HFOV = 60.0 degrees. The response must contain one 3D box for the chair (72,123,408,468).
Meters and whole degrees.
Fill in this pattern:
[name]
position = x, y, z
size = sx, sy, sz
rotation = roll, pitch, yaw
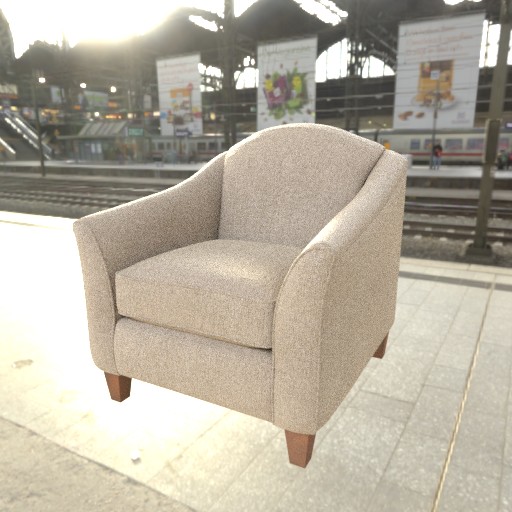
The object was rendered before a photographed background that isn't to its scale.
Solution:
[chair]
position = 0.000, 0.000, 1.403
size = 0.763, 0.839, 0.787
rotation = 7, 15, 28
